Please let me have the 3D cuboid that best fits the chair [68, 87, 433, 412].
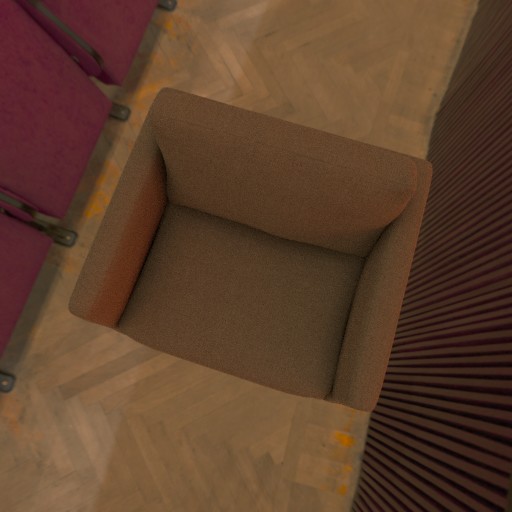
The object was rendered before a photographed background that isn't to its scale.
[{"bbox_3d":[0.000,0.000,1.816,1.107,0.963,0.959,17,76,4],"label":"chair"}]
